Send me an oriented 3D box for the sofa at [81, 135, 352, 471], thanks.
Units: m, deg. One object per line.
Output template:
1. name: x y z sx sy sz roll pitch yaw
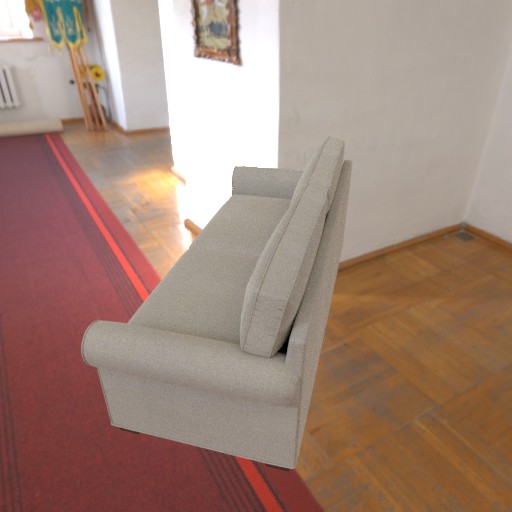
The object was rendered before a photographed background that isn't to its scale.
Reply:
1. sofa: 0.000 0.000 2.606 0.901 0.962 2.146 8 32 13
